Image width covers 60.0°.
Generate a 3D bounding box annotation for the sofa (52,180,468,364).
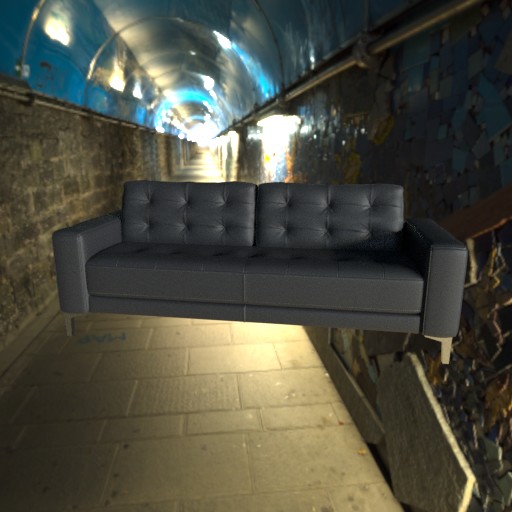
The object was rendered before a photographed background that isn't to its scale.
[{"bbox_3d":[0.000,0.000,2.774,2.275,0.893,0.833,2,15,9],"label":"sofa"}]
